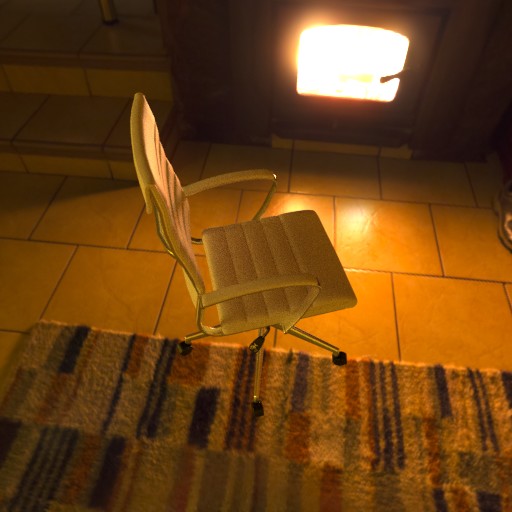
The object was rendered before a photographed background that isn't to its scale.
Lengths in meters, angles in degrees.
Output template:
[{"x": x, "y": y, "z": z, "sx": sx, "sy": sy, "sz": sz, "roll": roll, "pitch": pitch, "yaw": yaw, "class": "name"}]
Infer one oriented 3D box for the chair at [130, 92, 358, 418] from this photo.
[{"x": 0.000, "y": 0.000, "z": 1.650, "sx": 0.739, "sy": 1.149, "sz": 0.766, "roll": -10, "pitch": 50, "yaw": -9, "class": "chair"}]
